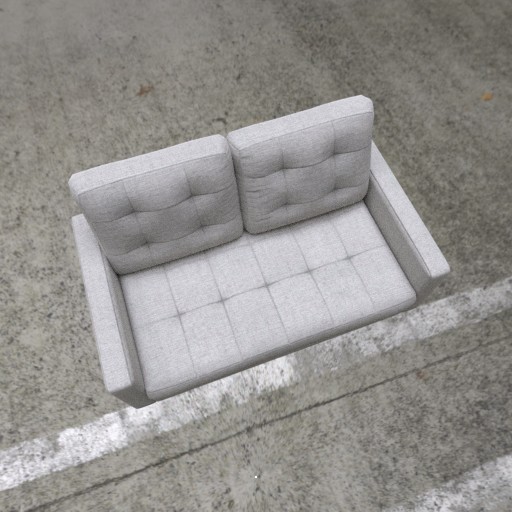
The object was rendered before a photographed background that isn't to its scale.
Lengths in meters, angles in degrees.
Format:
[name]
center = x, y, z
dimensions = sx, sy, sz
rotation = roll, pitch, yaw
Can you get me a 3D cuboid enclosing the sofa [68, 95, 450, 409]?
[sofa]
center = 0.000, 0.000, 1.933
dimensions = 1.407, 0.907, 0.842
rotation = -18, 65, -9
